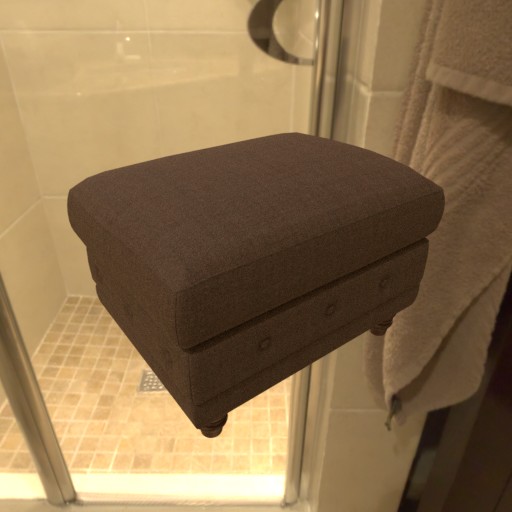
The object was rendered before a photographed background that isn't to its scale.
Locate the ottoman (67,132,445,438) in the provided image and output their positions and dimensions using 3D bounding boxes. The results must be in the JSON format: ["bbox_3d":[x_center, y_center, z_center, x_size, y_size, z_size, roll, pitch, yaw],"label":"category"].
[{"bbox_3d":[0.000,0.000,1.226,0.809,0.555,0.599,-21,36,-31],"label":"ottoman"}]
